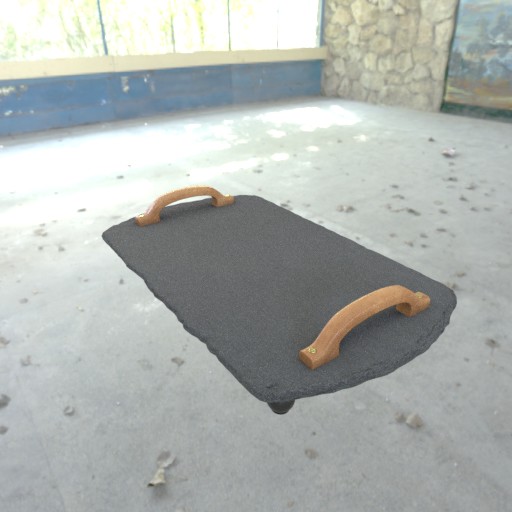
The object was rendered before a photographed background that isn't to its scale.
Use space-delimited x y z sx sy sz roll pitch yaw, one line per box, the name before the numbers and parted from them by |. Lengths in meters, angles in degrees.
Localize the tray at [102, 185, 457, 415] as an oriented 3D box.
tray | 0.000 0.000 0.465 0.231 0.062 0.387 -18 33 -31
